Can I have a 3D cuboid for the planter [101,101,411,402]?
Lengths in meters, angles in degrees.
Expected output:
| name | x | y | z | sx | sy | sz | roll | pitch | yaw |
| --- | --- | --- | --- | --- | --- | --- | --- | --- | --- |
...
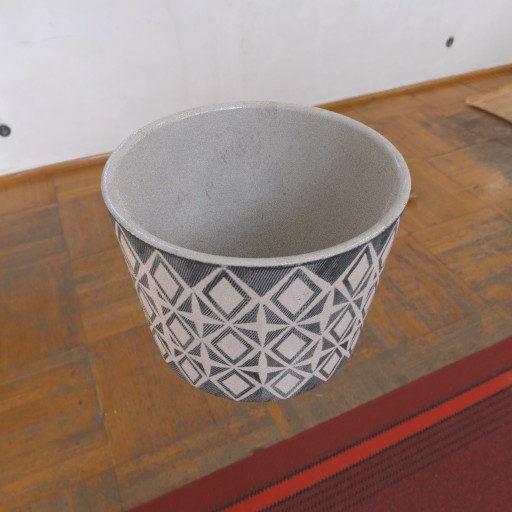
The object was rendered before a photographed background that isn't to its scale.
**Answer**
| name | x | y | z | sx | sy | sz | roll | pitch | yaw |
| --- | --- | --- | --- | --- | --- | --- | --- | --- | --- |
| planter | 0.000 | 0.000 | 0.457 | 0.260 | 0.220 | 0.260 | 0 | 42 | 0 |
